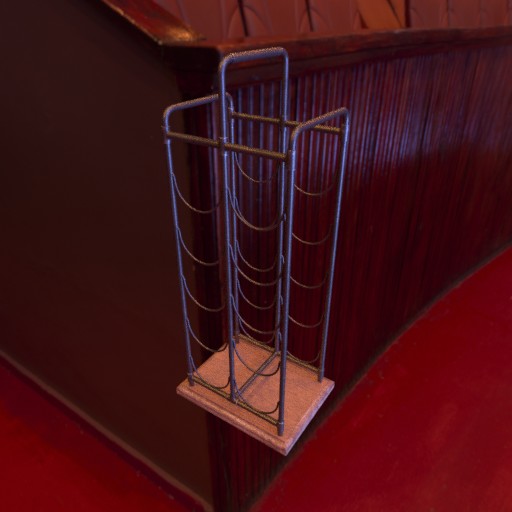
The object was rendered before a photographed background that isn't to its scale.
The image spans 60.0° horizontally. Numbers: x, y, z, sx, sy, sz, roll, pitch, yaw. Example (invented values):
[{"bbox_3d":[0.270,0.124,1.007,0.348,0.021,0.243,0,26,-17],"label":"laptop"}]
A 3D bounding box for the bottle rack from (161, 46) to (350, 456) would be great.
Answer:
[{"bbox_3d":[0.000,0.000,0.803,0.276,0.680,0.208,19,35,29],"label":"bottle rack"}]
